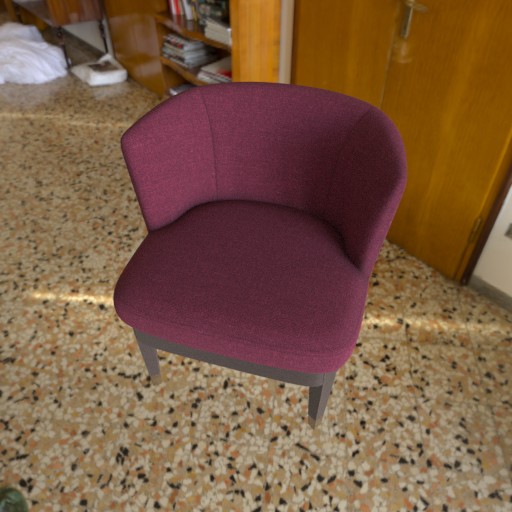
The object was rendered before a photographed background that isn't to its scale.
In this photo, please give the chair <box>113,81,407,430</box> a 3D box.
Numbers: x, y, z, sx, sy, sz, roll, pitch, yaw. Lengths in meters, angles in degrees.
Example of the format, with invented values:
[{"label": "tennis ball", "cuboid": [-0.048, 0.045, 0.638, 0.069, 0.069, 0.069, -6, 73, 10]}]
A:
[{"label": "chair", "cuboid": [0.000, 0.000, 1.270, 0.700, 0.760, 0.660, 11, 42, 12]}]
